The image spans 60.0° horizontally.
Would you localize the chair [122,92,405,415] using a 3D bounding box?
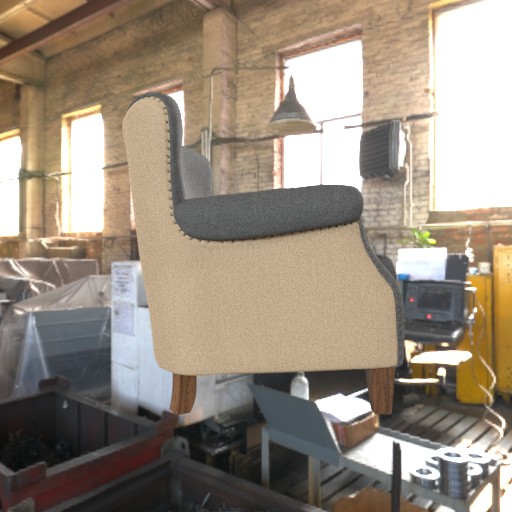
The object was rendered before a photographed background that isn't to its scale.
[{"bbox_3d":[0.000,0.000,1.617,0.921,0.936,0.861,0,0,1],"label":"chair"}]
